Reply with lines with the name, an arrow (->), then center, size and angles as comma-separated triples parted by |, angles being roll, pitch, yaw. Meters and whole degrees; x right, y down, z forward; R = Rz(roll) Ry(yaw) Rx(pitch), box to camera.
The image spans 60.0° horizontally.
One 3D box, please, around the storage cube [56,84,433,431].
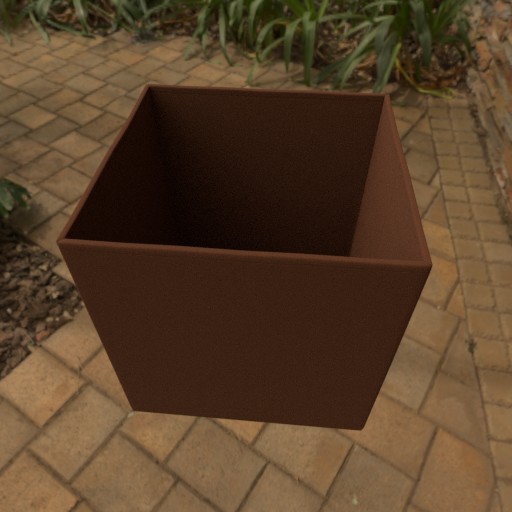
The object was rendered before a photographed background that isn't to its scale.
storage cube -> 0.000, 0.000, 0.500 | 0.270, 0.280, 0.270 | 4, 46, 4
